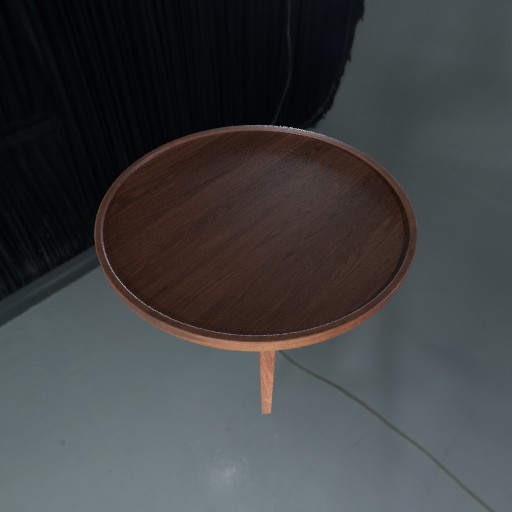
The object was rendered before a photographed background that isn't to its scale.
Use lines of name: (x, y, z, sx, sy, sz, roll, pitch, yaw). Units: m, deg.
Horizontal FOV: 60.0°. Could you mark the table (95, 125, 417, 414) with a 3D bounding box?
table: (0.000, 0.000, 1.262, 0.800, 0.360, 0.800, 0, 47, 0)
